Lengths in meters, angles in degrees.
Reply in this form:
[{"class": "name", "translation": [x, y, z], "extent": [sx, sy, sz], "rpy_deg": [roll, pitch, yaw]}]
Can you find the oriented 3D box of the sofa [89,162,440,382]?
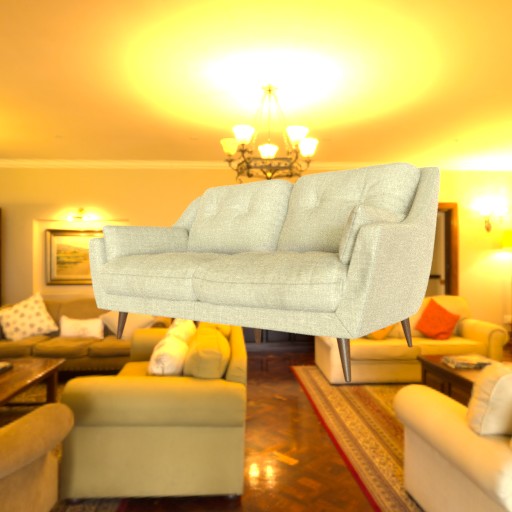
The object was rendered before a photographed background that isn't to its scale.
[{"class": "sofa", "translation": [0.000, 0.000, 2.234], "extent": [1.652, 0.888, 0.965], "rpy_deg": [0, 0, 38]}]
